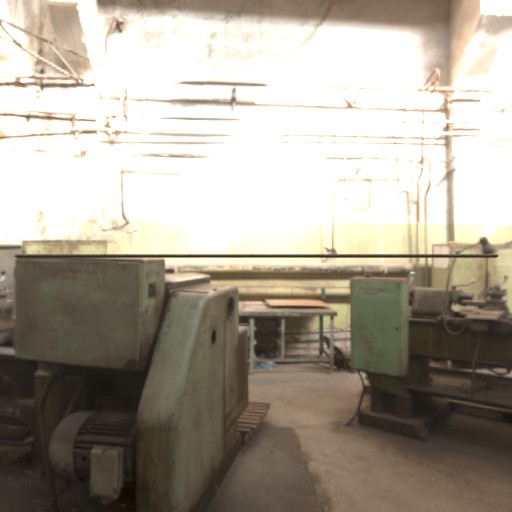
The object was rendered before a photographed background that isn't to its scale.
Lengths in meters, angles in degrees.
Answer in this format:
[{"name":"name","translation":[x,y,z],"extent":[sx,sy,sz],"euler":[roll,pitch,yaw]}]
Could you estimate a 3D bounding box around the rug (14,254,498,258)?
[{"name":"rug","translation":[0.000,0.000,2.160],"extent":[1.748,0.014,1.144],"euler":[0,0,-1]}]
